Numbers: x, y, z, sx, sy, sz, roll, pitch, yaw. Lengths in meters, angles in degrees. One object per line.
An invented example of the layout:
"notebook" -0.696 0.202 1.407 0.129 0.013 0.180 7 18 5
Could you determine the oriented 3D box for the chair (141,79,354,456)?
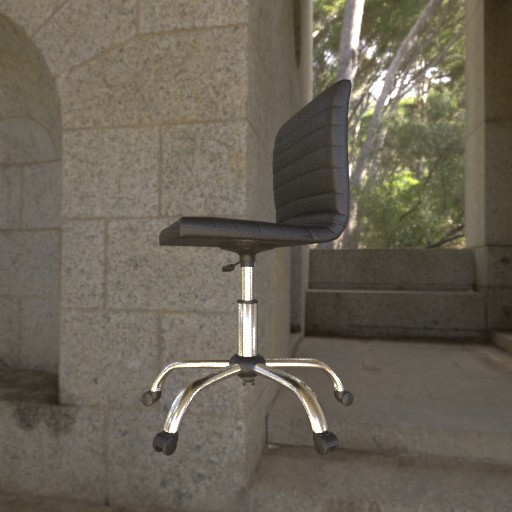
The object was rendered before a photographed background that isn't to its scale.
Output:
"chair" 0.000 0.000 1.099 0.530 0.780 0.556 0 -1 -18
